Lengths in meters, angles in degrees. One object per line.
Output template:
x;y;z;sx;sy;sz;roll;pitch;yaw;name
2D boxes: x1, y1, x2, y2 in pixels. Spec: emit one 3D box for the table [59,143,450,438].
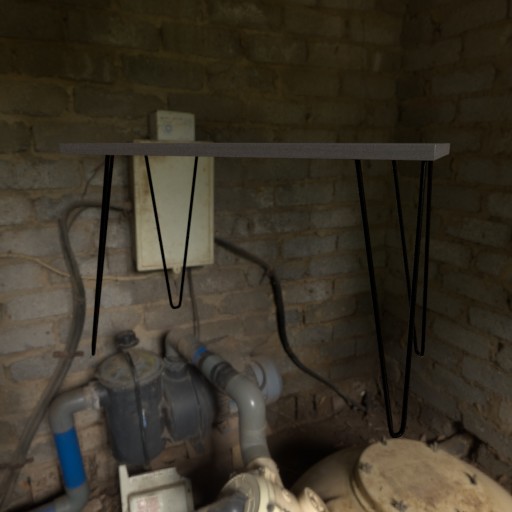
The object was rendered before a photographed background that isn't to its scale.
0.000;0.000;1.341;0.991;0.660;0.499;7;16;25;table
